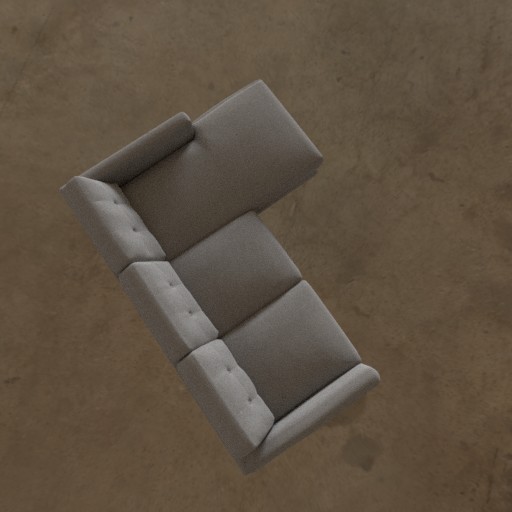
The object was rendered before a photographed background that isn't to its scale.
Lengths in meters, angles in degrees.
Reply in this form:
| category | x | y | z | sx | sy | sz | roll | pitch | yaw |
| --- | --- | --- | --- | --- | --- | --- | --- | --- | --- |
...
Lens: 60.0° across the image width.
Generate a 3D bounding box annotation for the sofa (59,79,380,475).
| category | x | y | z | sx | sy | sz | roll | pitch | yaw |
| --- | --- | --- | --- | --- | --- | --- | --- | --- | --- |
| sofa | 0.000 | 0.000 | 2.813 | 1.530 | 0.860 | 2.040 | -35 | 80 | -7 |
